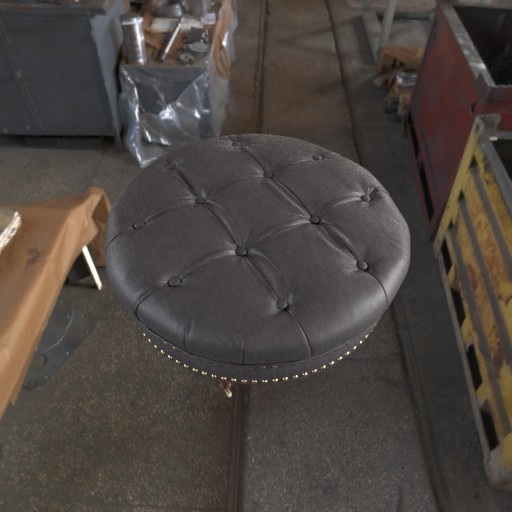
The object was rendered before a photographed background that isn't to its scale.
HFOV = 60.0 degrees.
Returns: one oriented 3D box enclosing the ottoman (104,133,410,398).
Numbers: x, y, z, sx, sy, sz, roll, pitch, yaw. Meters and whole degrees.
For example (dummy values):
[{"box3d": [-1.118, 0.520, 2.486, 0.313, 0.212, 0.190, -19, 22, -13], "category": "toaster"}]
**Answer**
[{"box3d": [0.000, 0.000, 1.425, 0.901, 0.439, 0.901, 0, 47, 0], "category": "ottoman"}]
